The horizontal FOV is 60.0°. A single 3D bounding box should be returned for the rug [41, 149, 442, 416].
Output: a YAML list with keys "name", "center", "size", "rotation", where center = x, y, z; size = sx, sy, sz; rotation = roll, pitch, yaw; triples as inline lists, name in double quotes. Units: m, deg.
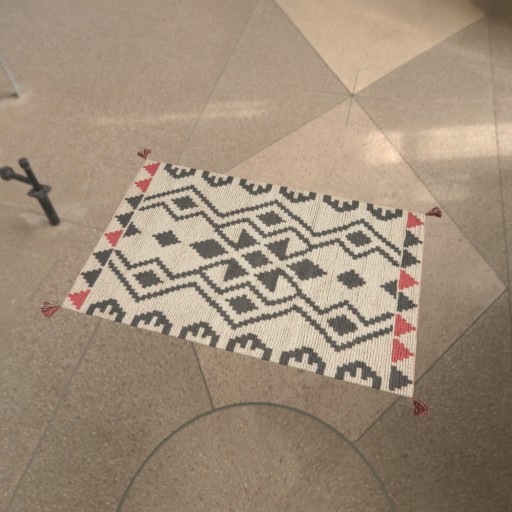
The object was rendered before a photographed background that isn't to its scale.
- name: "rug"
  center: [0.000, 0.000, 3.333]
  size: [2.672, 0.066, 1.741]
  rotation: [13, 57, 8]
